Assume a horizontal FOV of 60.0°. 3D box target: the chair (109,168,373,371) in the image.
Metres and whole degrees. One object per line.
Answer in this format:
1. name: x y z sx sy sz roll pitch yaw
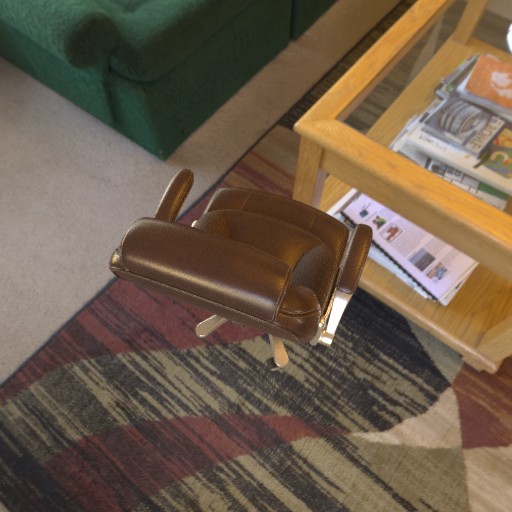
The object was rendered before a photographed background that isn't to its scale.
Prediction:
1. chair: 0.000 0.000 1.602 0.733 1.160 0.774 19 64 9
